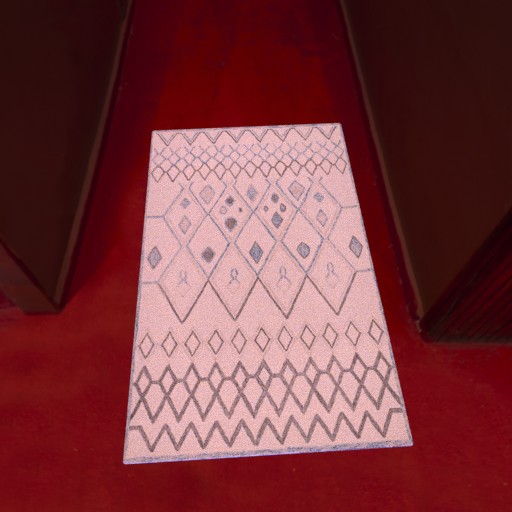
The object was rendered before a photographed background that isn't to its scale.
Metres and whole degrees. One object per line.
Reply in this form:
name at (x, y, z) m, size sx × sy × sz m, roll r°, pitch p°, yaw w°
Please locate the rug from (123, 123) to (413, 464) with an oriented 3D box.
rug at (0.000, 0.000, 2.951) m, size 1.524 × 0.015 × 2.439 m, roll -3°, pitch 59°, yaw -2°
